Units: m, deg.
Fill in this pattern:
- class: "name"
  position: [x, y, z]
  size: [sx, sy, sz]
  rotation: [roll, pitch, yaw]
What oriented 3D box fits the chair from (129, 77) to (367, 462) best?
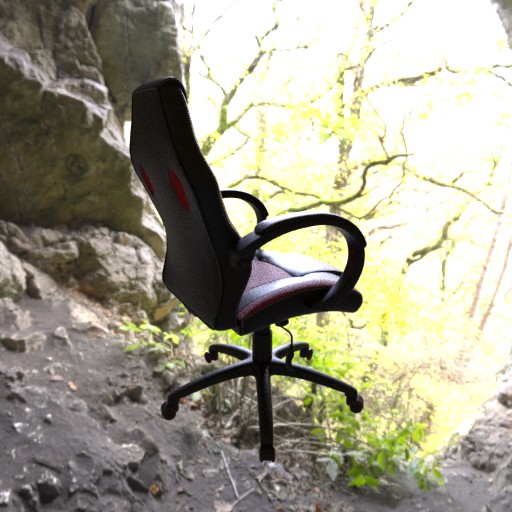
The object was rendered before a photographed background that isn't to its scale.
- class: "chair"
  position: [0.000, 0.000, 1.648]
  size: [0.783, 1.189, 0.750]
  rotation: [-9, 18, -28]
